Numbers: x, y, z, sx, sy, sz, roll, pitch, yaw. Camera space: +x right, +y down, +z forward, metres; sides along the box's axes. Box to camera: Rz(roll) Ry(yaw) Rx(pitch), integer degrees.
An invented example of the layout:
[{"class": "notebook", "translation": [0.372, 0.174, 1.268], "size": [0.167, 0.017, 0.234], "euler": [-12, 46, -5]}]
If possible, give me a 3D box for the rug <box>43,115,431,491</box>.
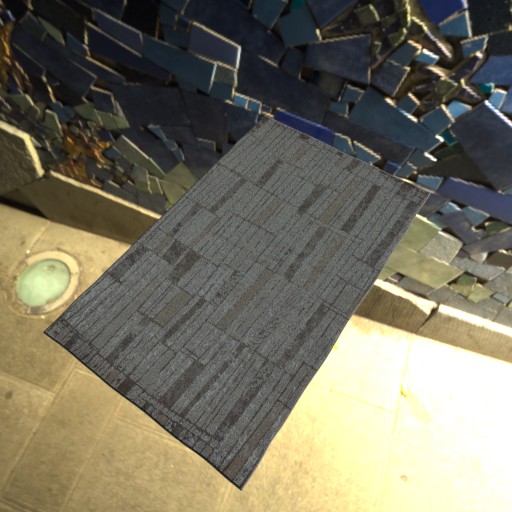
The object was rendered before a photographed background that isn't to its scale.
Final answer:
[{"class": "rug", "translation": [0.000, 0.000, 3.051], "size": [1.531, 0.023, 2.444], "euler": [31, 62, 18]}]
